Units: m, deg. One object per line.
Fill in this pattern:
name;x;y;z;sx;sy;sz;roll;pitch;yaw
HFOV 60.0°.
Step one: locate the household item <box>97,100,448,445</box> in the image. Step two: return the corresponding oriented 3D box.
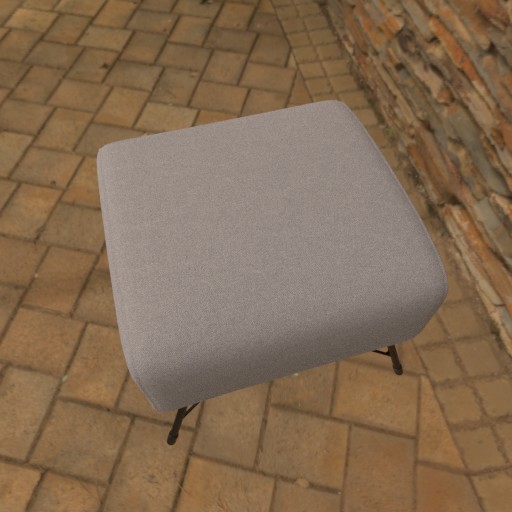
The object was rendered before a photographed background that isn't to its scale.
household item;0.000;0.000;0.907;0.530;0.410;0.530;-14;58;-9
